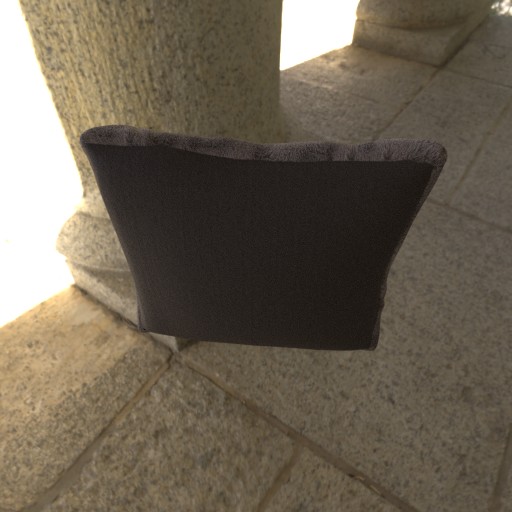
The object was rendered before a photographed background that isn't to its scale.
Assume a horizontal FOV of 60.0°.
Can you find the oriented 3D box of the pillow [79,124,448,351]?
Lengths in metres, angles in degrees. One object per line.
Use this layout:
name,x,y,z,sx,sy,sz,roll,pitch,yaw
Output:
pillow,0.000,0.000,0.801,0.522,0.520,0.204,4,47,4
